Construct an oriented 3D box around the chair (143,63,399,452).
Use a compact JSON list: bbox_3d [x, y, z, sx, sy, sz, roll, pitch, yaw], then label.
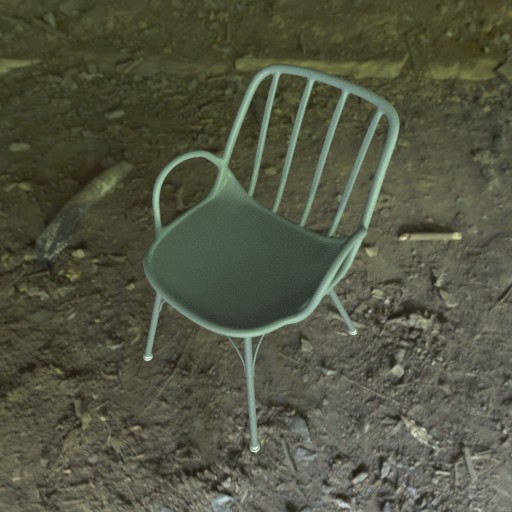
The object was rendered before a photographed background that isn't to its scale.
[{"bbox_3d":[0.000,0.000,1.225,0.549,0.816,0.597,31,54,26],"label":"chair"}]
